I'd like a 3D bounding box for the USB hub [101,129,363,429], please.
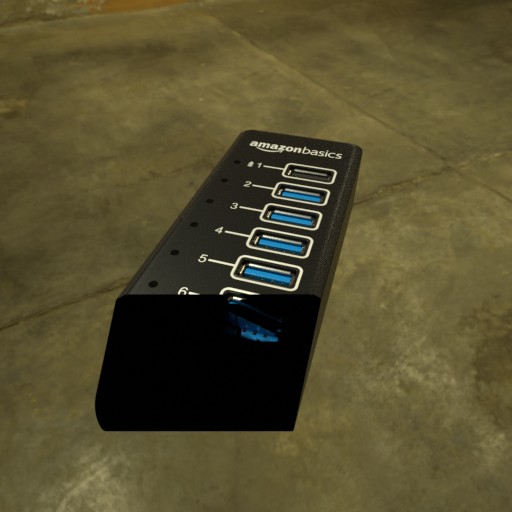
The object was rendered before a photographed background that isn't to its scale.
[{"bbox_3d":[0.000,0.000,0.127,0.044,0.023,0.110,12,43,13],"label":"USB hub"}]
